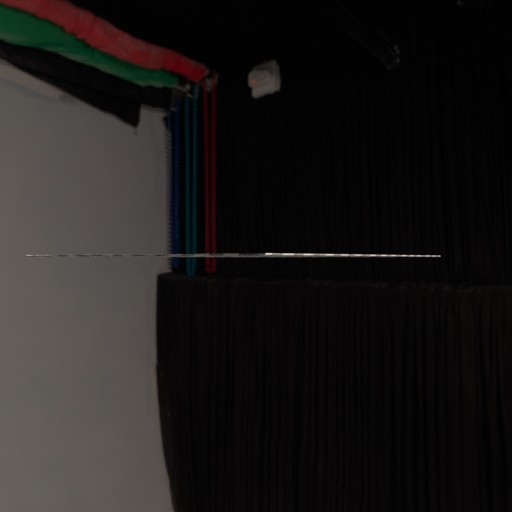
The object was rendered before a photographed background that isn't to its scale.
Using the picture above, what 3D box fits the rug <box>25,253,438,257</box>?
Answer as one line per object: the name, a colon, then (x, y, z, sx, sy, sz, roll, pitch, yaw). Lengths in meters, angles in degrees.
rug: (0.000, 0.000, 4.068, 2.432, 0.013, 3.021, 0, 0, 37)
